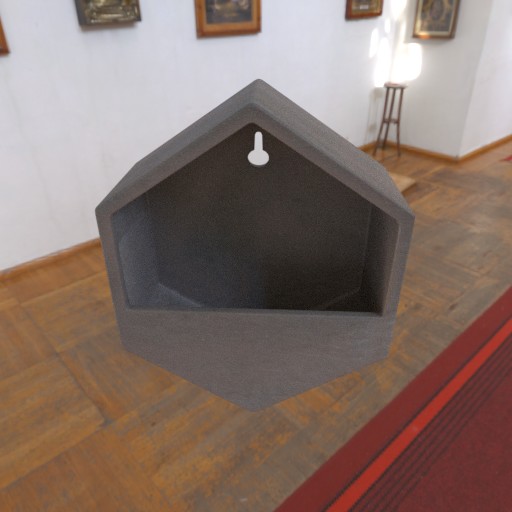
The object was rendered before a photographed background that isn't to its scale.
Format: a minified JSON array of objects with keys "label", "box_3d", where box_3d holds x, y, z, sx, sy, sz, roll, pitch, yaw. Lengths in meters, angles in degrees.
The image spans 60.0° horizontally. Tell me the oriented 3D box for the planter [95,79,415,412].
[{"label":"planter","box_3d":[0.000,0.000,0.289,0.169,0.206,0.077,1,30,2]}]
